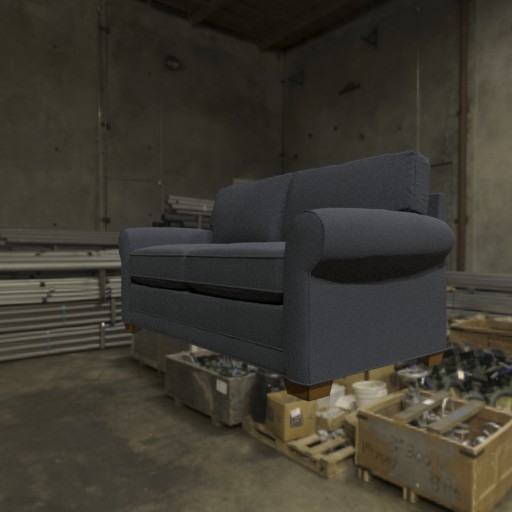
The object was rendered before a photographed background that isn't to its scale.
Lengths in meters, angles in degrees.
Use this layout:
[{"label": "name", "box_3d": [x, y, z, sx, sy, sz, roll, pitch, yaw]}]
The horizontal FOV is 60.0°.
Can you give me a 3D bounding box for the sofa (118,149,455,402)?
[{"label": "sofa", "box_3d": [0.000, 0.000, 2.552, 0.951, 1.031, 2.009, -1, 1, -37]}]
